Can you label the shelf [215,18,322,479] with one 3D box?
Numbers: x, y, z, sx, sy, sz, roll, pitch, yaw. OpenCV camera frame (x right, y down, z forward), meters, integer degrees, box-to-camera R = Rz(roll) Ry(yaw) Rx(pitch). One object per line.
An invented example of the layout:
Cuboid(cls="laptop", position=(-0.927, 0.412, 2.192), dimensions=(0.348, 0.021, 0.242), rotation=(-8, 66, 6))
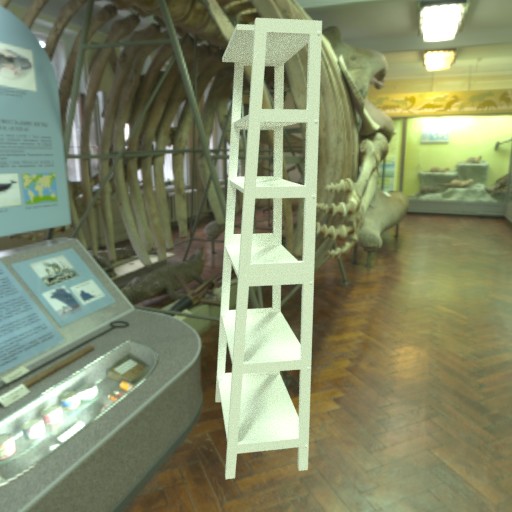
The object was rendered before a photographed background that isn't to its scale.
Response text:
Cuboid(cls="shelf", position=(0.000, 0.000, 2.110), dimensions=(0.381, 1.892, 0.660), rotation=(-2, 14, -9))
